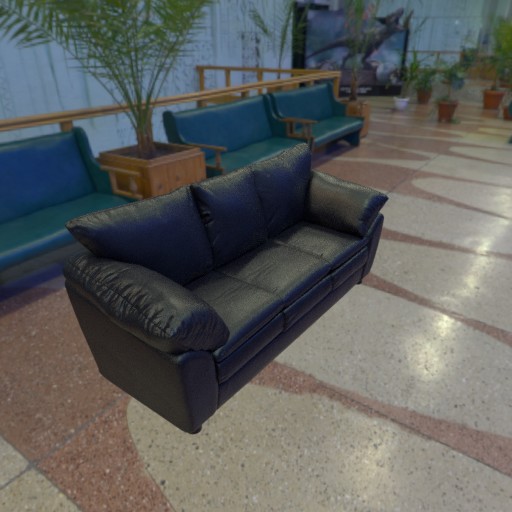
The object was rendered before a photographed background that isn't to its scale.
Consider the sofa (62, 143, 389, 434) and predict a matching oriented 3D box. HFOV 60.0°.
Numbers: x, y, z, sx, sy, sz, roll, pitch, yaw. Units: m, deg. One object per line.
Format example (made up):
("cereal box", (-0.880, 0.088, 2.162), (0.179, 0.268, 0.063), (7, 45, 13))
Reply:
("sofa", (0.000, 0.000, 2.944), (0.880, 1.073, 2.336), (19, 32, 33))
